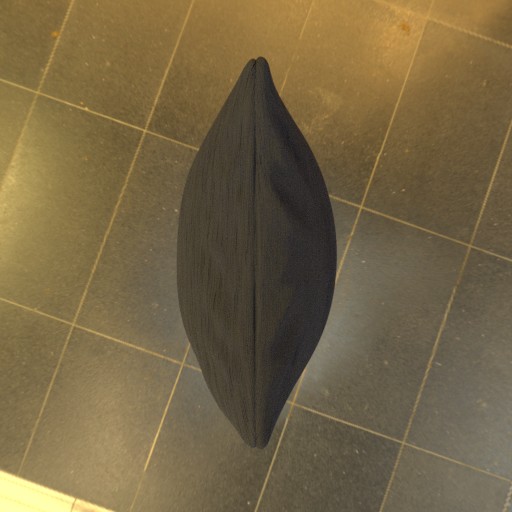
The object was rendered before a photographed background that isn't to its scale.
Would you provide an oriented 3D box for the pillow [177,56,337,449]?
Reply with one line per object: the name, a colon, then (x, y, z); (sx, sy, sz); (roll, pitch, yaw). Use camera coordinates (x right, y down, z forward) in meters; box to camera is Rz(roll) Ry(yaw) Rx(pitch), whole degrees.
pillow: (0.000, 0.000, 0.678); (0.246, 0.414, 0.432); (0, 88, 0)
